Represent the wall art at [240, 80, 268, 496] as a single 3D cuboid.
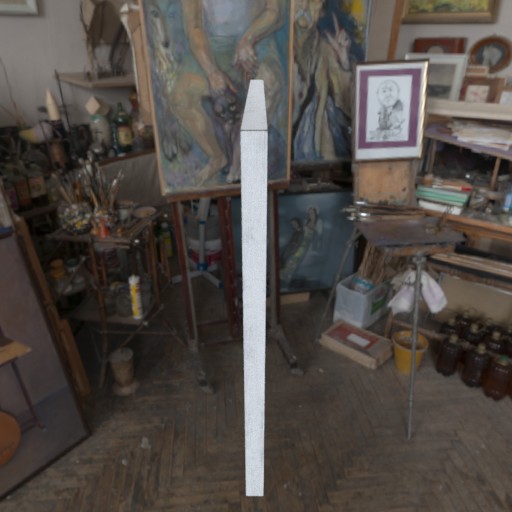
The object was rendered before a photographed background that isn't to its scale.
[{"bbox_3d":[0.000,0.000,1.113,0.038,0.762,0.762,0,26,0],"label":"wall art"}]
